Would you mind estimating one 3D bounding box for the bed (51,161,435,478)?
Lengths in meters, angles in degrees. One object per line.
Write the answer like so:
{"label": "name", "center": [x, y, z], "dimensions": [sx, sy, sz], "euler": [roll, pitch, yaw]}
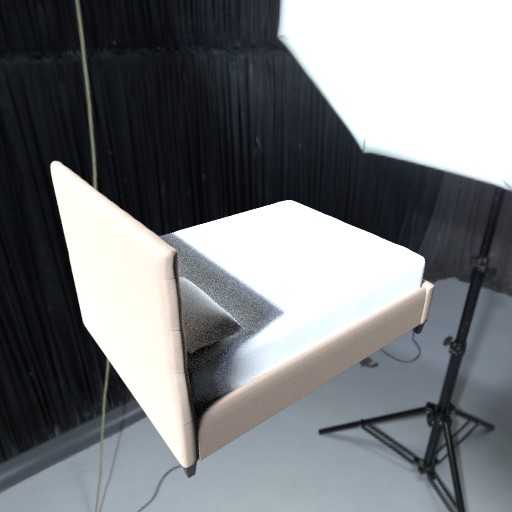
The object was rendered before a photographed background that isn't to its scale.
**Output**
{"label": "bed", "center": [0.000, 0.000, 3.293], "dimensions": [2.233, 1.426, 1.696], "euler": [-19, 33, -32]}
